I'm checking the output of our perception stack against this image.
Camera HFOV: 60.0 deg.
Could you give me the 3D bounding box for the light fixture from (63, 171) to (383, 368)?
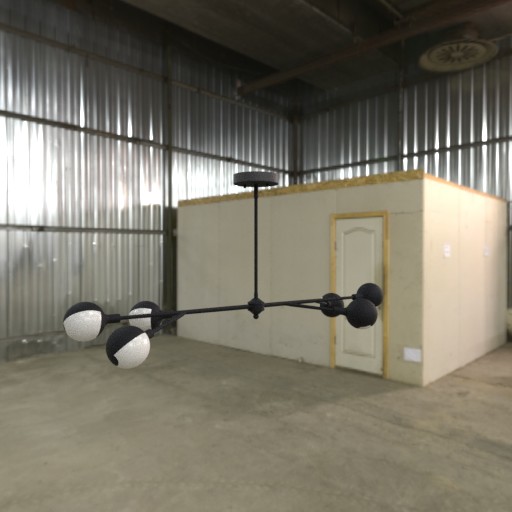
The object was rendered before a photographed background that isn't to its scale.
[{"bbox_3d":[0.000,0.000,0.994,0.778,0.362,0.434,0,1,-17],"label":"light fixture"}]
